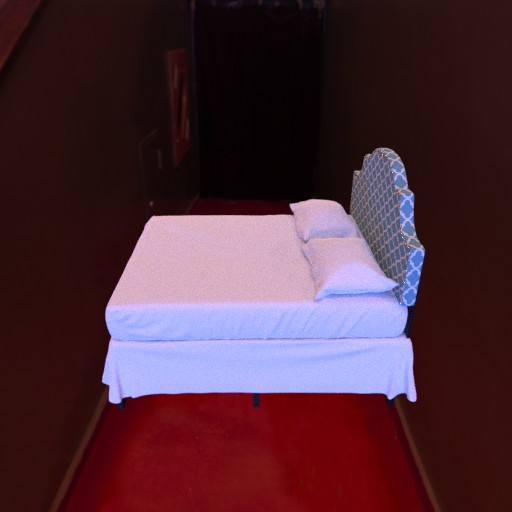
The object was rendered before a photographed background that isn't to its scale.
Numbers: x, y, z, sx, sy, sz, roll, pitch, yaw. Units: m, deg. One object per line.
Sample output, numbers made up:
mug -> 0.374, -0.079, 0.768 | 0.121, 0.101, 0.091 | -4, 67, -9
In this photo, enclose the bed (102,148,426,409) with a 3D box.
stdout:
bed -> 0.000, 0.000, 3.473 | 2.222, 1.633, 1.780 | -1, 28, -1
